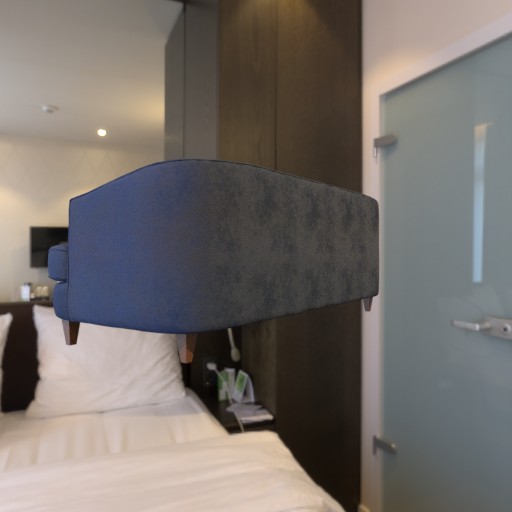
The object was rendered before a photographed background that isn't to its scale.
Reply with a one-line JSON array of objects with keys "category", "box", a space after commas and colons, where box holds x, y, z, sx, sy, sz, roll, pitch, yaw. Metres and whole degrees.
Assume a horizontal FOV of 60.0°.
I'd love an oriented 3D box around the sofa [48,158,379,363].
[{"category": "sofa", "box": [0.000, 0.000, 2.809, 0.941, 0.855, 2.278, 0, 1, 36]}]
